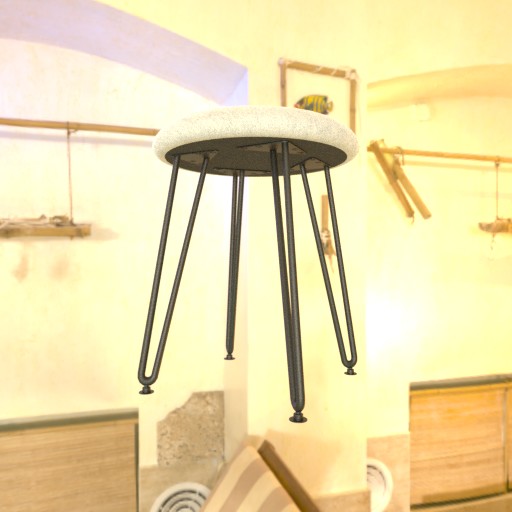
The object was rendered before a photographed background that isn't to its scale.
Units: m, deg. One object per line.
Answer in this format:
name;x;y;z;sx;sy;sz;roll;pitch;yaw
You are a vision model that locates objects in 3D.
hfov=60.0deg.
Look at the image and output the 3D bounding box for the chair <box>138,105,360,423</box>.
chair;0.000;0.000;0.677;0.350;0.386;0.350;0;0;-18
